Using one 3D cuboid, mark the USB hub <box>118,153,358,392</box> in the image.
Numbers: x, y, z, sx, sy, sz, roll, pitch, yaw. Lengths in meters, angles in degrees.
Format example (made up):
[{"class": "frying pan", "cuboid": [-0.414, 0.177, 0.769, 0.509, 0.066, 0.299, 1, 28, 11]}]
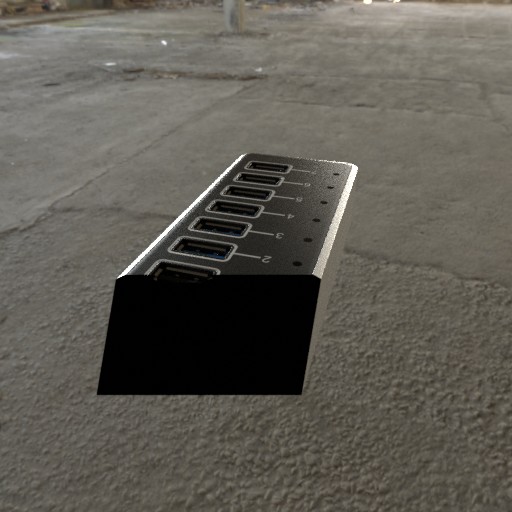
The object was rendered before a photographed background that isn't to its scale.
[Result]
[{"class": "USB hub", "cuboid": [0.000, 0.000, 0.128, 0.044, 0.023, 0.110, 10, 33, 15]}]
